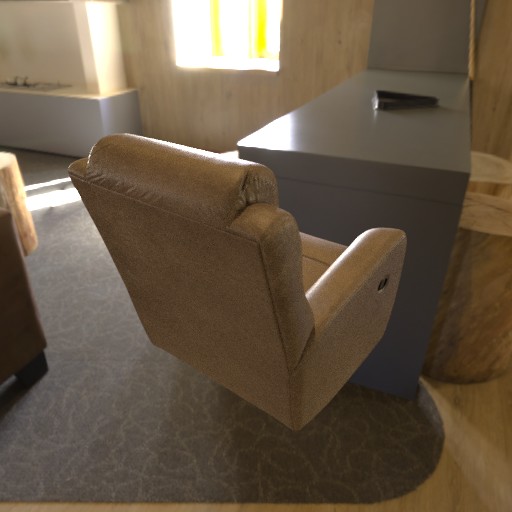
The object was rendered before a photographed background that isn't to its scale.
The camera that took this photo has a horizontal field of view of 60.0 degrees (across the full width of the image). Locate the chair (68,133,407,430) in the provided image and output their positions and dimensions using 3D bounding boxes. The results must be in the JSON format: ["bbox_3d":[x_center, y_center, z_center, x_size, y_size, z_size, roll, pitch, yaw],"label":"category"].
[{"bbox_3d":[0.000,0.000,1.886,0.965,1.116,1.068,21,36,32],"label":"chair"}]
